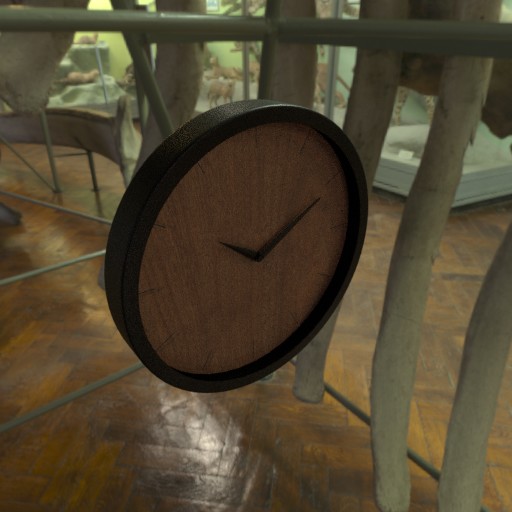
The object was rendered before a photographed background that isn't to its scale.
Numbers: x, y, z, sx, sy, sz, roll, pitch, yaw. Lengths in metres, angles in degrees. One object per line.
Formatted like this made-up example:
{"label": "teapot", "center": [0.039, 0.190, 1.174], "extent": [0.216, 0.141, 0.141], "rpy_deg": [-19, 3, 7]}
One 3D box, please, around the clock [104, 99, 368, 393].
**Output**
{"label": "clock", "center": [0.000, 0.000, 0.473], "extent": [0.314, 0.314, 0.040], "rpy_deg": [-20, 34, -32]}
